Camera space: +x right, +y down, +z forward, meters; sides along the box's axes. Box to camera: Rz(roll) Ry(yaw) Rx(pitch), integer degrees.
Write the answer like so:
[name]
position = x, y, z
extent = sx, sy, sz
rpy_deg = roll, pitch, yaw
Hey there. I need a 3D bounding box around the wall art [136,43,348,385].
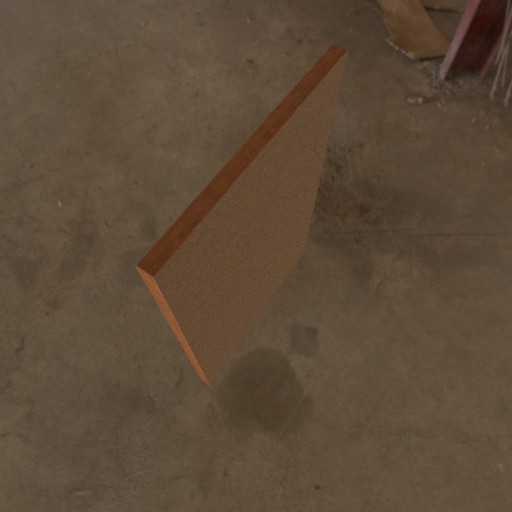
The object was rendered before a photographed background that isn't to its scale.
[wall art]
position = 0.000, 0.000, 1.203
extent = 0.037, 0.914, 0.610
rpy_deg = 32, 68, 14
